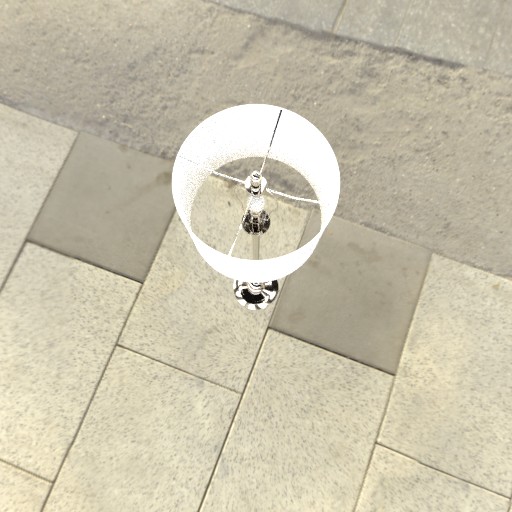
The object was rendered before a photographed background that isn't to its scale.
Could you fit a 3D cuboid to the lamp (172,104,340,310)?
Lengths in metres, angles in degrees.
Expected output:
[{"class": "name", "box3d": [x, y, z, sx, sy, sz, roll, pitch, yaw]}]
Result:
[{"class": "lamp", "box3d": [0.000, 0.000, 1.639, 0.356, 1.487, 0.356, 18, 78, 4]}]
